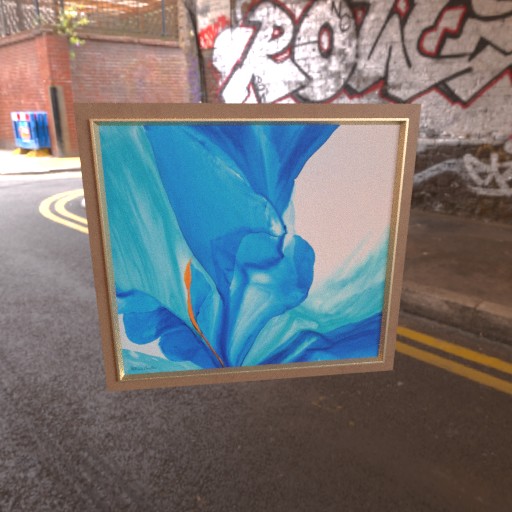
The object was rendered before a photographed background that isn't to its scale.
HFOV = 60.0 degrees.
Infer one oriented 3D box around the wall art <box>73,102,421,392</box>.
[{"bbox_3d":[0.000,0.000,1.637,1.168,1.067,0.025,-2,18,-7],"label":"wall art"}]
